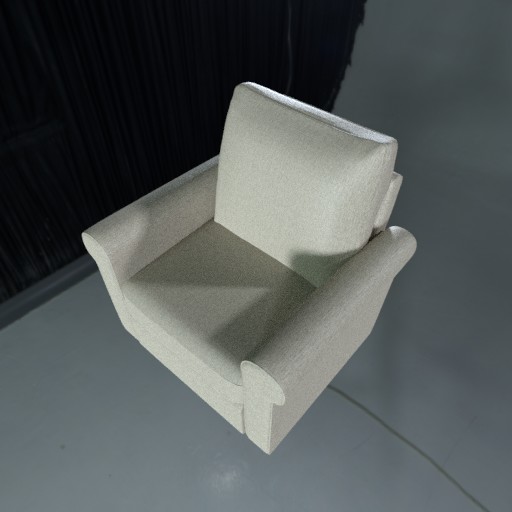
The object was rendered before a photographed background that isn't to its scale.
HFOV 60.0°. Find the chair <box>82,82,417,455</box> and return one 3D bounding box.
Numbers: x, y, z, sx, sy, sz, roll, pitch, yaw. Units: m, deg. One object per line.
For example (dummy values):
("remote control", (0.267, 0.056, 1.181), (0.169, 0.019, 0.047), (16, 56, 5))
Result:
("chair", (0.000, 0.000, 2.287), (1.275, 1.349, 1.180), (32, 54, 27))
